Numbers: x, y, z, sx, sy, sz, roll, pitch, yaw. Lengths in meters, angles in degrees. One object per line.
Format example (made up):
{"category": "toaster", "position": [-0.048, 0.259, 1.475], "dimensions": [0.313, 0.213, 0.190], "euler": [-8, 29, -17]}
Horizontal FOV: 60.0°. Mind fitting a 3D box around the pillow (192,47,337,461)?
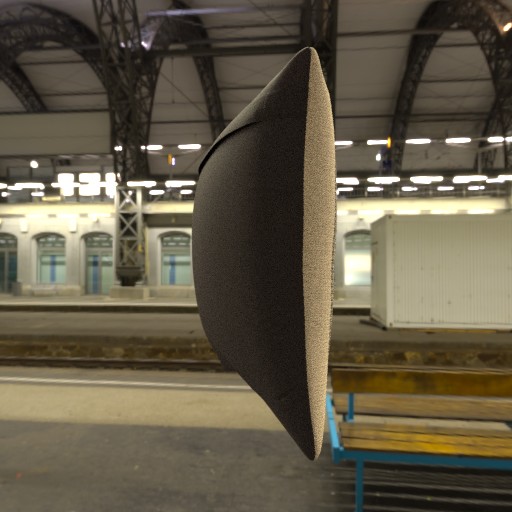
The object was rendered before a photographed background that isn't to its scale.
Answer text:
{"category": "pillow", "position": [0.000, 0.000, 0.621], "dimensions": [0.173, 0.406, 0.405], "euler": [0, -1, -16]}
